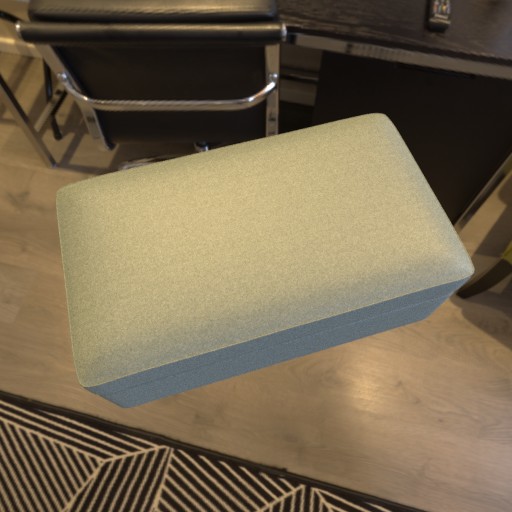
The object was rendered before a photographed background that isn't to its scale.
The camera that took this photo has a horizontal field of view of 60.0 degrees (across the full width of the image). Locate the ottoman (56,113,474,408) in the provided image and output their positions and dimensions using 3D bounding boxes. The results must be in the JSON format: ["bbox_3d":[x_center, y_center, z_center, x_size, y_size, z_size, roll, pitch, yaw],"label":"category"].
[{"bbox_3d":[0.000,0.000,1.539,1.173,0.494,0.681,-15,64,-7],"label":"ottoman"}]
